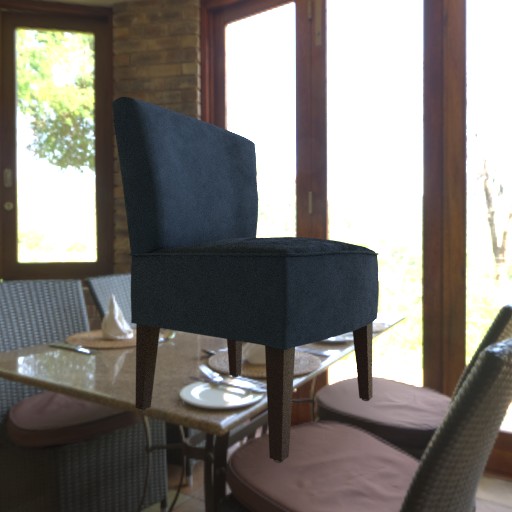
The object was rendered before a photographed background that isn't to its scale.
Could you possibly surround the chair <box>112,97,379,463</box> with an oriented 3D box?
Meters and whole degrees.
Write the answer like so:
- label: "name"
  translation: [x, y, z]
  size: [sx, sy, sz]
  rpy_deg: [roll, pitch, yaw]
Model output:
- label: "chair"
  translation: [0.000, 0.000, 1.176]
  size: [0.551, 0.806, 0.521]
  rpy_deg: [0, 1, 36]
